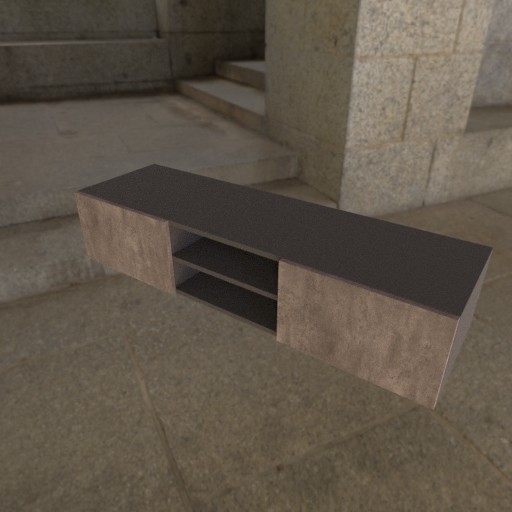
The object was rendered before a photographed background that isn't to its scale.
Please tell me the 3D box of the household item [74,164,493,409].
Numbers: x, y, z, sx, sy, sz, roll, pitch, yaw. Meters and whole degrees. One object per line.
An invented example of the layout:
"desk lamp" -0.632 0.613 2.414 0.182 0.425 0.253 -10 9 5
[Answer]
"household item" 0.000 0.000 1.570 1.400 0.310 0.420 19 34 30
